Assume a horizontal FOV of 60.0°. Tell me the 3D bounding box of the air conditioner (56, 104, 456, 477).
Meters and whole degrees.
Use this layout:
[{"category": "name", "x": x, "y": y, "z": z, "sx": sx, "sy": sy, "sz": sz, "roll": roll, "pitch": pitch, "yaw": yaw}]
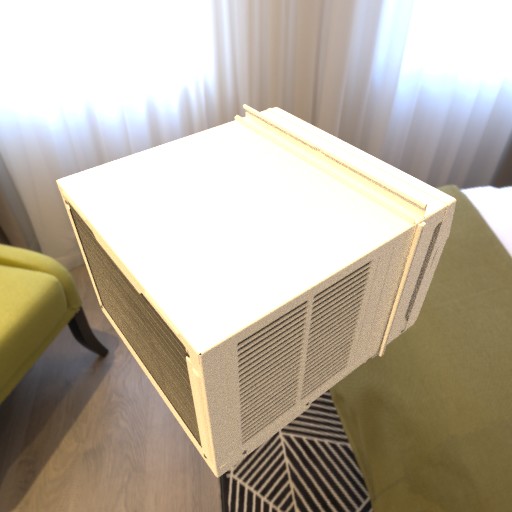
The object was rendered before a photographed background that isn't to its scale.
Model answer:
[{"category": "air conditioner", "x": 0.000, "y": 0.000, "z": 0.893, "sx": 0.546, "sy": 0.388, "sz": 0.503, "roll": -27, "pitch": 49, "yaw": -27}]
